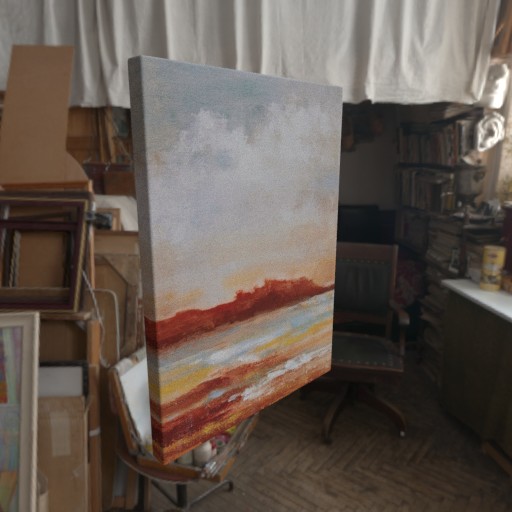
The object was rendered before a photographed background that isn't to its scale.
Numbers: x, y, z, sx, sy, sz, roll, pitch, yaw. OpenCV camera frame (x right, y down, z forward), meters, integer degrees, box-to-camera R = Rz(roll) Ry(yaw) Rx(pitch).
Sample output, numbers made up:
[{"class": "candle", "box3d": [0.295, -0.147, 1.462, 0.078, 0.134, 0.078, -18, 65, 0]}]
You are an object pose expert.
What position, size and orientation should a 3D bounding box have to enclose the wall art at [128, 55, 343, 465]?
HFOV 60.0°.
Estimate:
[{"class": "wall art", "box3d": [0.000, 0.000, 0.792, 0.443, 0.605, 0.035, -13, 19, -43]}]
